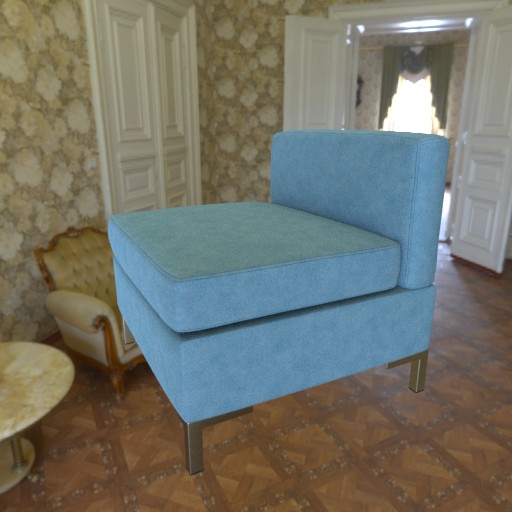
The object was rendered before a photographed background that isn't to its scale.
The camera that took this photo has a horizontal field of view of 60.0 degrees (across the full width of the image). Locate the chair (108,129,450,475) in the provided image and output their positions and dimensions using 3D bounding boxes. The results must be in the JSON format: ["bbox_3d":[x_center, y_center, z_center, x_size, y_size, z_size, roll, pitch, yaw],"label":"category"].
[{"bbox_3d":[0.000,0.000,1.209,0.685,0.660,0.684,-8,18,-26],"label":"chair"}]
